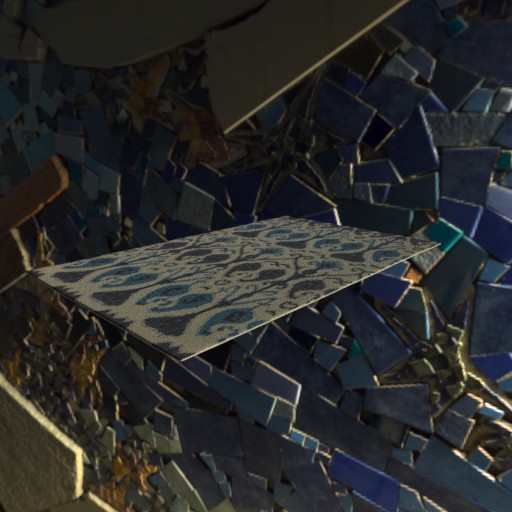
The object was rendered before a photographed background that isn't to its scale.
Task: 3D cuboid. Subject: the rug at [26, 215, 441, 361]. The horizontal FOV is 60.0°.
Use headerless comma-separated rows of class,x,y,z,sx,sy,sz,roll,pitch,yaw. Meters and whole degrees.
rug,0.000,0.000,2.095,1.072,0.013,1.698,15,22,42
